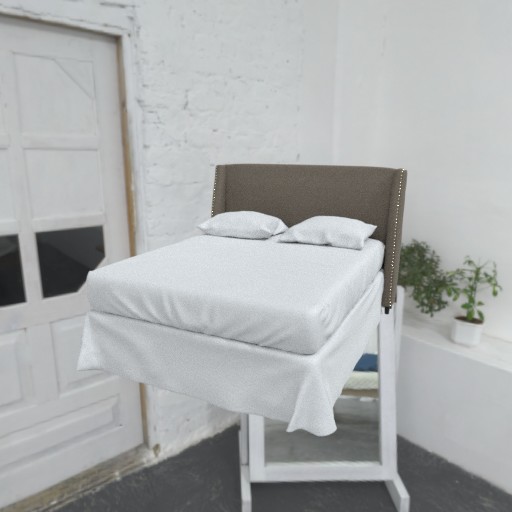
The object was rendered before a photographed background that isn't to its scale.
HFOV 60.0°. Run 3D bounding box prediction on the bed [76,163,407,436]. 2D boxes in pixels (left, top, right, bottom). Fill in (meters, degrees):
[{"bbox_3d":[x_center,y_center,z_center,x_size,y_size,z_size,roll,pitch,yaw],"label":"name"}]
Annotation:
[{"bbox_3d":[0.000,0.000,3.516,1.925,1.332,2.276,7,16,25],"label":"bed"}]
